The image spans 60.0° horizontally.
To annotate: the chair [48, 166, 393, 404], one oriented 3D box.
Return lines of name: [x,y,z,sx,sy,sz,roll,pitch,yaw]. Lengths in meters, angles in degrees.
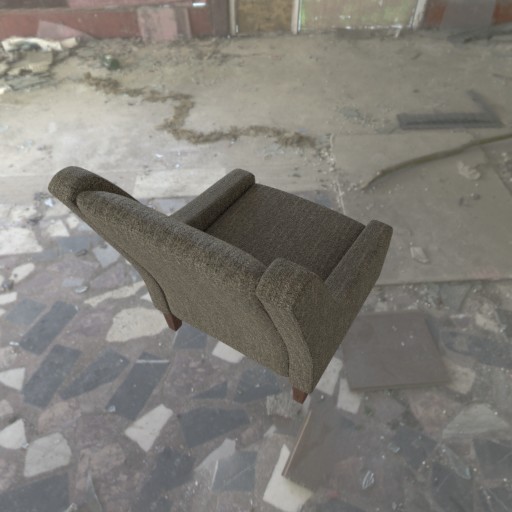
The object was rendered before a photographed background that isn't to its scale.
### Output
chair: [0.000,0.000,1.695,0.793,1.012,0.944,25,51,21]
